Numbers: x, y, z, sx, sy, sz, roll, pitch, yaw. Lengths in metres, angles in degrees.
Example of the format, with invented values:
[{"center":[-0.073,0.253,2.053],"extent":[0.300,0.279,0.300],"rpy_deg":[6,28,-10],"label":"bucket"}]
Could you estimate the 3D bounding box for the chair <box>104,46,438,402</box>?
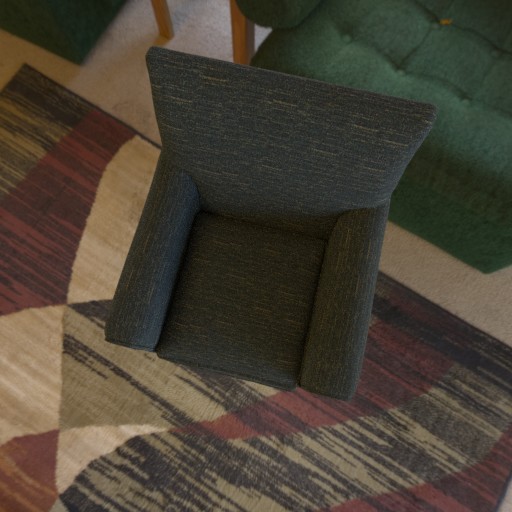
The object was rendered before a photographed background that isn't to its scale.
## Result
[{"center":[0.000,0.000,1.612],"extent":[0.864,0.928,0.873],"rpy_deg":[13,76,3],"label":"chair"}]
